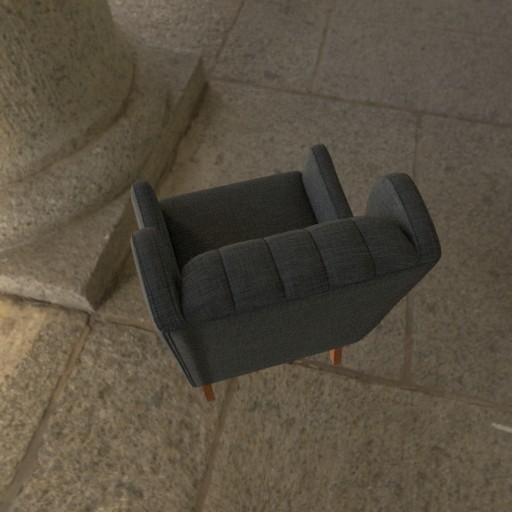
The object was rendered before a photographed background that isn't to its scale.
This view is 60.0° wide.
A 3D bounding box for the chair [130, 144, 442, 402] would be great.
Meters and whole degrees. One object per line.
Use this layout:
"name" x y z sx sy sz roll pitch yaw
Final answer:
"chair" 0.000 0.000 1.468 0.711 0.953 0.775 -14 58 -9
